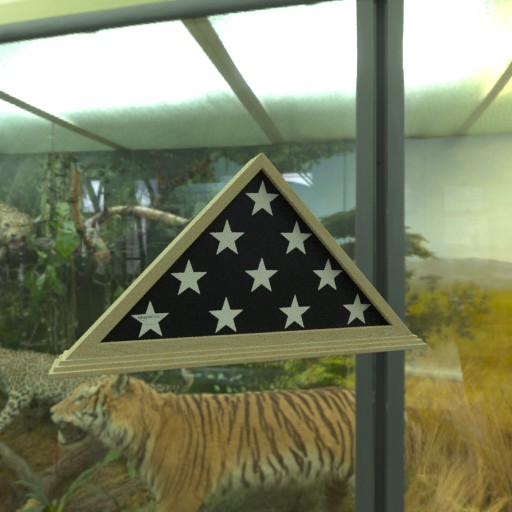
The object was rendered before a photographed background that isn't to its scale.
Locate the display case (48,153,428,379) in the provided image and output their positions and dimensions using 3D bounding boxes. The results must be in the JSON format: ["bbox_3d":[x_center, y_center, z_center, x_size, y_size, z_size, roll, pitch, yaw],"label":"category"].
[{"bbox_3d":[0.000,0.000,0.760,0.640,0.340,0.095,0,0,-19],"label":"display case"}]
